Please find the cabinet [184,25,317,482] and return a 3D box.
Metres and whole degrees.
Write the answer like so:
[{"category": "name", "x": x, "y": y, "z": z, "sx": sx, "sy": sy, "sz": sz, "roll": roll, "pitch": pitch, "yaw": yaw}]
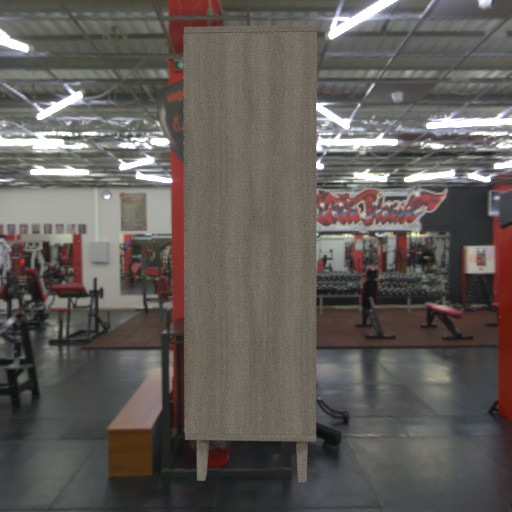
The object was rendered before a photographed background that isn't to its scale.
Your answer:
[{"category": "cabinet", "x": 0.000, "y": 0.000, "z": 1.886, "sx": 0.398, "sy": 1.388, "sz": 1.111, "roll": 0, "pitch": 1, "yaw": 2}]
